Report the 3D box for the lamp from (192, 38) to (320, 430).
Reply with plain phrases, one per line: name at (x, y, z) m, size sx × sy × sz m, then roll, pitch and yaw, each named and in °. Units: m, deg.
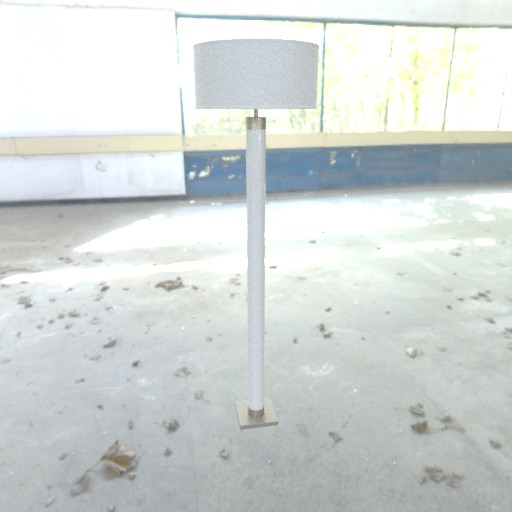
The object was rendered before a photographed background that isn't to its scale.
lamp at (0.000, 0.000, 1.700) m, size 0.420 × 1.475 × 0.420 m, roll -3°, pitch 19°, yaw -10°
